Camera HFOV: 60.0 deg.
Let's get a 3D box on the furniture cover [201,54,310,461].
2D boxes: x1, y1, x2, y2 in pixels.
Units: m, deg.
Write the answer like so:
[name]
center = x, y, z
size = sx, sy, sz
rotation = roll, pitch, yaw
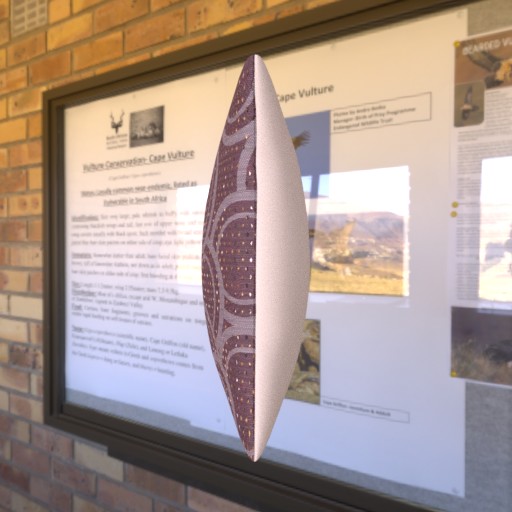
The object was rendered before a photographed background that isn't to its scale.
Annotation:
[furniture cover]
center = 0.000, 0.000, 0.822
size = 0.193, 0.509, 0.552
rotation = 0, 1, 0
